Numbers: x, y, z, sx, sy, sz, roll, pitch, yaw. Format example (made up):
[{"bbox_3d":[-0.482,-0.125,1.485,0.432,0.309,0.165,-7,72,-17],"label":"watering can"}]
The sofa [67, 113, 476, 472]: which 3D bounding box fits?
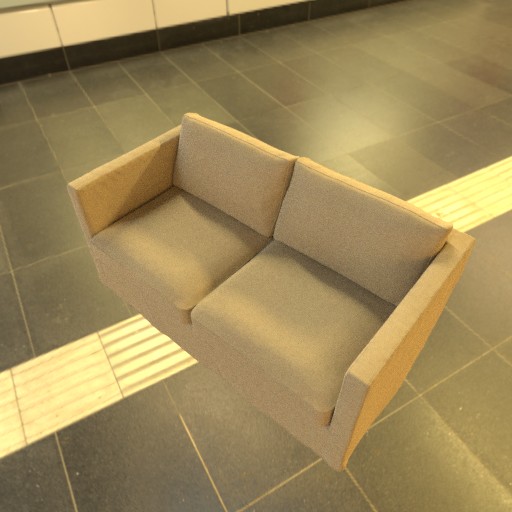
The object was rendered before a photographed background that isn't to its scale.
[{"bbox_3d":[0.000,0.000,2.227,1.719,0.835,0.962,31,53,27],"label":"sofa"}]
